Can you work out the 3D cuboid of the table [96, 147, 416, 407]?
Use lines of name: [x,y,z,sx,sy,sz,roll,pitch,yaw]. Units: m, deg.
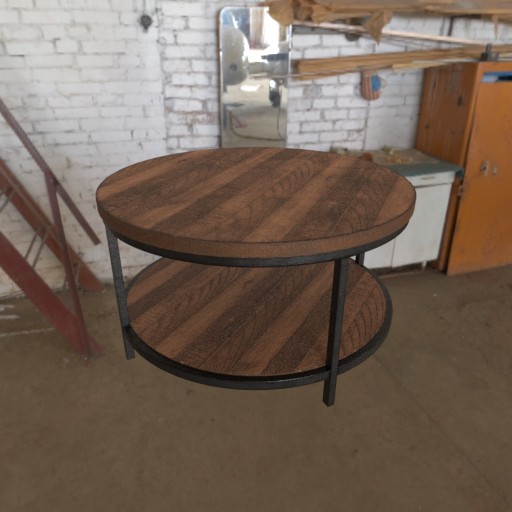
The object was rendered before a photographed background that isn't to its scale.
table: [0.000,0.000,1.316,0.837,0.462,0.837,0,26,0]
